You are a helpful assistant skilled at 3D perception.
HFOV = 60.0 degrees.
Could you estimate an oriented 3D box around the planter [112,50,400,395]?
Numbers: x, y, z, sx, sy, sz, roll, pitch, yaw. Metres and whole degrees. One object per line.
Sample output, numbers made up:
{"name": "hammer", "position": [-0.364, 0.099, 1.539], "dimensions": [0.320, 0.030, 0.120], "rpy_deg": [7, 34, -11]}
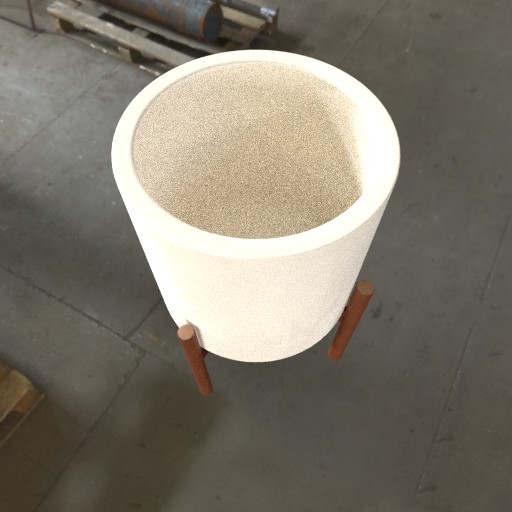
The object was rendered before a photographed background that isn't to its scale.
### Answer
{"name": "planter", "position": [0.000, 0.000, 0.933], "dimensions": [0.417, 0.670, 0.417], "rpy_deg": [-14, 60, -8]}
